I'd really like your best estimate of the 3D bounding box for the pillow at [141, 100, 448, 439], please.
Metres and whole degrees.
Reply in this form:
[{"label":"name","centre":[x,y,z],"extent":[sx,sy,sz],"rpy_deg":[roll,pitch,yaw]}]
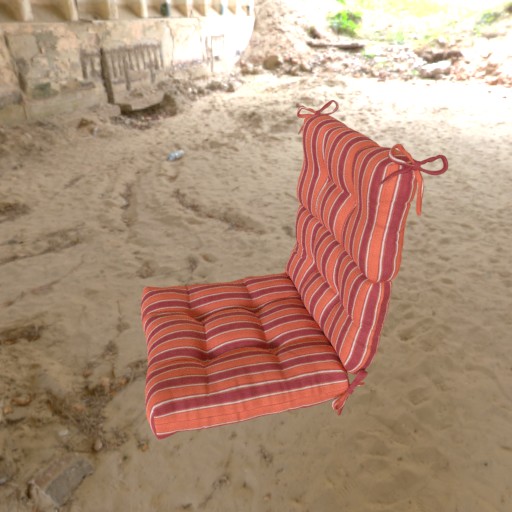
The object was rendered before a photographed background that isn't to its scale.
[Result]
[{"label":"pillow","centre":[0.000,0.000,1.035],"extent":[0.571,0.605,0.519],"rpy_deg":[-7,30,-13]}]
